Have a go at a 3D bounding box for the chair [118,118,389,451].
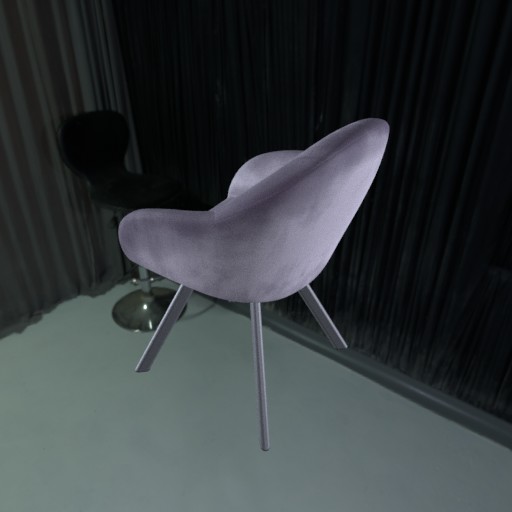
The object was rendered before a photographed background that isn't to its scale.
[{"bbox_3d":[0.000,0.000,1.210,0.590,0.795,0.550,20,36,30],"label":"chair"}]
